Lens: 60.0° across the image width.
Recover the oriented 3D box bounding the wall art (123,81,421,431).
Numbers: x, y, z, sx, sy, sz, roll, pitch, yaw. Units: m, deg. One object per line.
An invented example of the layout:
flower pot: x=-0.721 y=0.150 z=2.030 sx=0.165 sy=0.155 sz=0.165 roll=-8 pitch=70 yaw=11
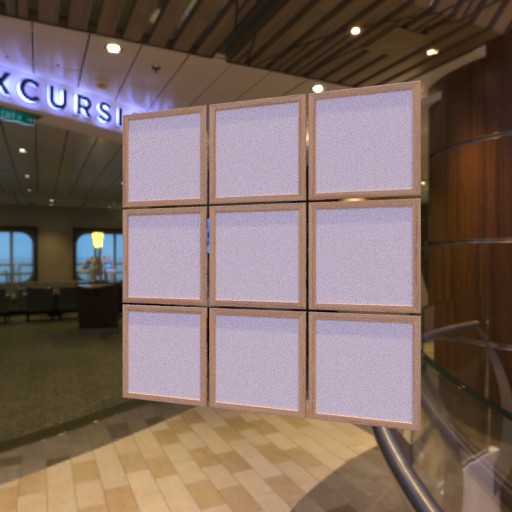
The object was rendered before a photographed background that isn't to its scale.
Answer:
wall art: x=0.000 y=0.000 z=2.179 sx=1.519 sy=1.534 sz=0.013 roll=0 pitch=0 yaw=18
